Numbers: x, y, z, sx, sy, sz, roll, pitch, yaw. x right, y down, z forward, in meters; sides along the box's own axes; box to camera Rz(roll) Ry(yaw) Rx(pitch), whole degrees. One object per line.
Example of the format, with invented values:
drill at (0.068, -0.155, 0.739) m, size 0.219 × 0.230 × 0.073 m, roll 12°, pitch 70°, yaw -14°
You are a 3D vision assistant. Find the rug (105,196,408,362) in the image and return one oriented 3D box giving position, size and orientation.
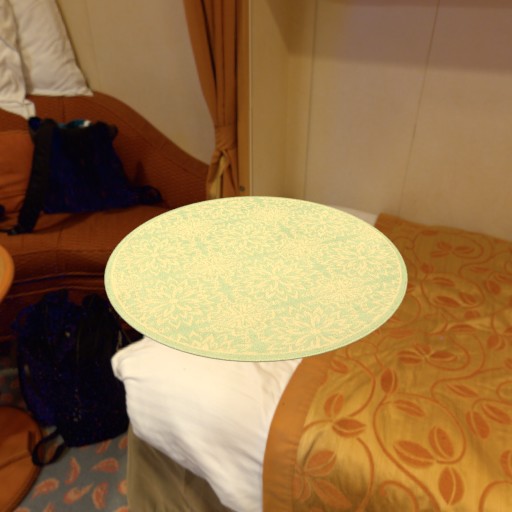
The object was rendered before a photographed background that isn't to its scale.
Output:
rug at (0.000, 0.000, 2.426) m, size 1.593 × 0.012 × 1.593 m, roll 0°, pitch 32°, yaw 0°
